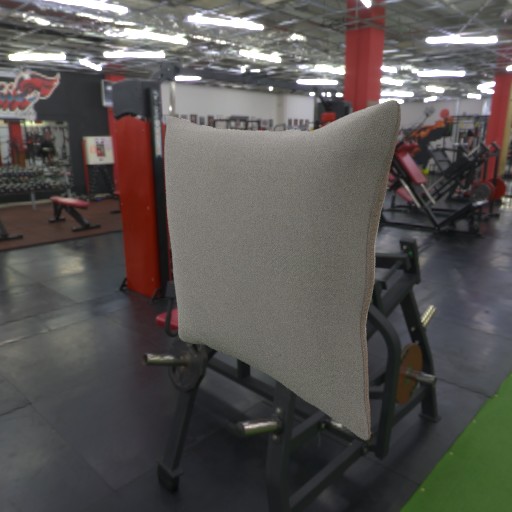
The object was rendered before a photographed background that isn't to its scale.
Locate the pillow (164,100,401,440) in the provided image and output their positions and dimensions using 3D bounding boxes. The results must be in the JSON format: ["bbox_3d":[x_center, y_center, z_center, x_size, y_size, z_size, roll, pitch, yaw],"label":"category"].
[{"bbox_3d":[0.000,0.000,0.637,0.173,0.401,0.416,-14,20,-42],"label":"pillow"}]
